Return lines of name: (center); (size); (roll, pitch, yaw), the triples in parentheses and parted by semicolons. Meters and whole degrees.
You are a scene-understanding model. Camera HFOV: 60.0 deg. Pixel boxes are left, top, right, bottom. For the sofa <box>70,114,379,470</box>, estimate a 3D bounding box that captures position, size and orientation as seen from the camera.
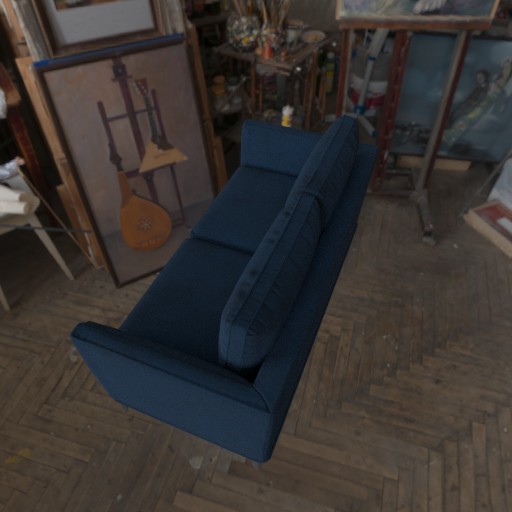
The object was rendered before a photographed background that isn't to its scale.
sofa: (0.000, 0.000, 2.327); (0.853, 1.002, 1.770); (17, 49, 15)
